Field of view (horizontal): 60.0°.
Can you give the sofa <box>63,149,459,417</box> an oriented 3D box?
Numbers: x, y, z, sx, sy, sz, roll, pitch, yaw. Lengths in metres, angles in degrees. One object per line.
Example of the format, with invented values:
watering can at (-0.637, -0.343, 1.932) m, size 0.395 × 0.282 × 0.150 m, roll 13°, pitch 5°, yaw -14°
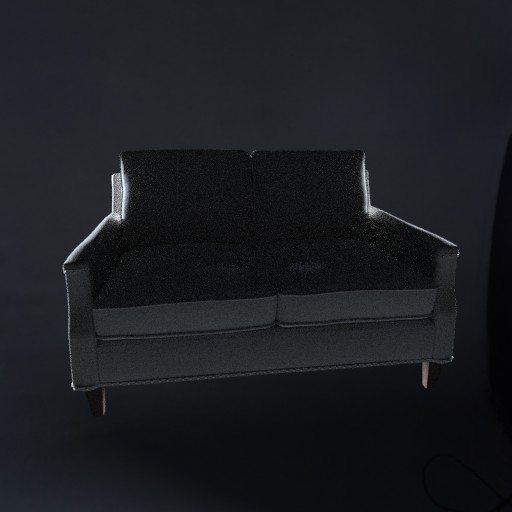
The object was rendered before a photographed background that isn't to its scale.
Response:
sofa at (0.000, 0.000, 2.212) m, size 1.597 × 1.003 × 1.084 m, roll -2°, pitch 17°, yaw -8°
